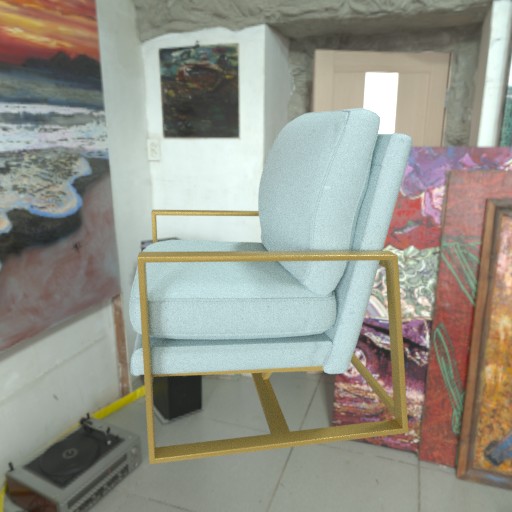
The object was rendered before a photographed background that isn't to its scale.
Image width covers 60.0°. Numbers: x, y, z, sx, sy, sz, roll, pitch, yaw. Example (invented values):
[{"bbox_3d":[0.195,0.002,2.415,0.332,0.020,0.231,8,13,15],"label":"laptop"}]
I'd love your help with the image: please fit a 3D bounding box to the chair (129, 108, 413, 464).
[{"bbox_3d":[0.000,0.000,1.519,0.813,0.956,0.758,-3,15,-10],"label":"chair"}]
